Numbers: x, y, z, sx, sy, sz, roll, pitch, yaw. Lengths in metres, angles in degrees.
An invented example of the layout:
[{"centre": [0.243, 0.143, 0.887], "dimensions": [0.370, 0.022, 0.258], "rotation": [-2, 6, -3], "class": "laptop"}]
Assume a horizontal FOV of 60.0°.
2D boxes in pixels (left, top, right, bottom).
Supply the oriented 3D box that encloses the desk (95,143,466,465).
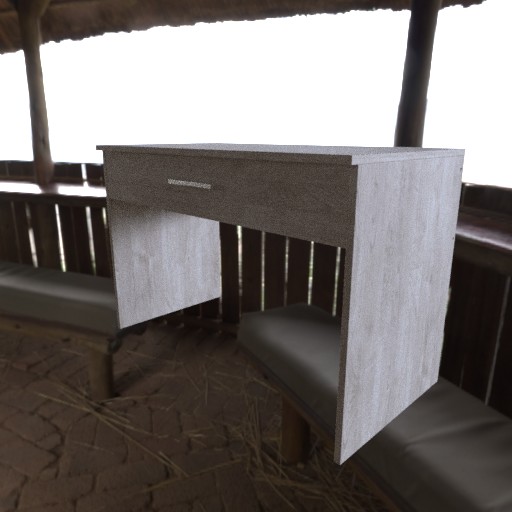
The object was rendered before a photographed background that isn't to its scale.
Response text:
[{"centre": [0.000, 0.000, 1.521], "dimensions": [0.560, 0.730, 1.100], "rotation": [-15, 21, -42], "class": "desk"}]
